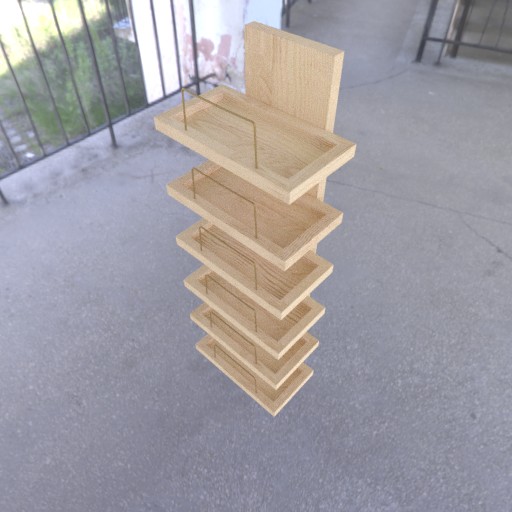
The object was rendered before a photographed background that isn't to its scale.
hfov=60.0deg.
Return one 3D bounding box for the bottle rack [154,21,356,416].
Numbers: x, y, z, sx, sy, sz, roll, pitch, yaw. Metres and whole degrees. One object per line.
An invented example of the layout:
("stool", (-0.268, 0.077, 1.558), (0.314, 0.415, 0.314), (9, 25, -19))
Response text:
("bottle rack", (0.000, 0.000, 1.051), (0.330, 0.943, 0.206), (34, 55, 28))
